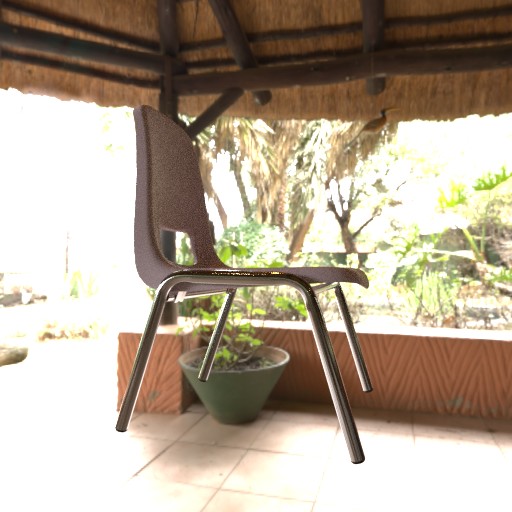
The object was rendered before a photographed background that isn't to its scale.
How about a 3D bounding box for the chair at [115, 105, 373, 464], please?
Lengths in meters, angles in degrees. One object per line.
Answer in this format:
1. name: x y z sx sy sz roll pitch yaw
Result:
1. chair: 0.000 0.000 0.779 0.385 0.536 0.354 0 -2 16
